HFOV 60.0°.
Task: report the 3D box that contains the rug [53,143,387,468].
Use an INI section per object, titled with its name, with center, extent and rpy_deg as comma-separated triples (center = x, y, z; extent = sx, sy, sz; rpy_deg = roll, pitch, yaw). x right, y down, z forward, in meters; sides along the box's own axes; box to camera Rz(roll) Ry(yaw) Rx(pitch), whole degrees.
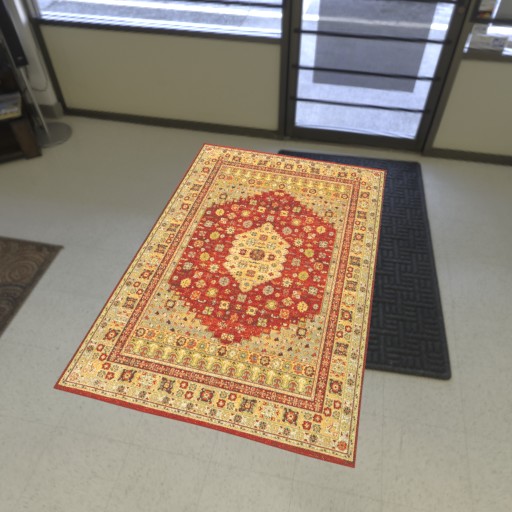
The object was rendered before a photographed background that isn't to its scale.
[rug]
center = 0.000, 0.000, 2.254
extent = 1.194, 0.013, 1.802
rpy_deg = 11, 48, 10
